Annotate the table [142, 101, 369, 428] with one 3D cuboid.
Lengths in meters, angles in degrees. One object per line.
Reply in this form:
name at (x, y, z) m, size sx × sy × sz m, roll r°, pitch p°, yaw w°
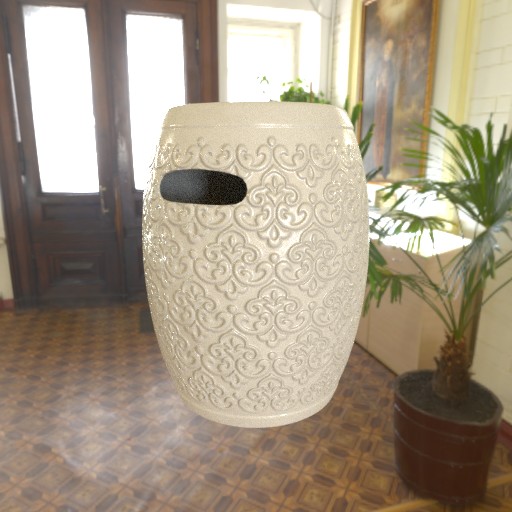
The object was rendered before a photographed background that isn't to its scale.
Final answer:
table at (0.000, 0.000, 0.628) m, size 0.309 × 0.397 × 0.309 m, roll 0°, pitch 14°, yaw 0°
